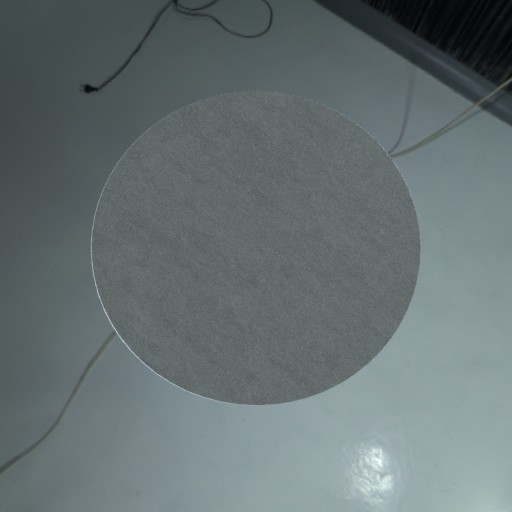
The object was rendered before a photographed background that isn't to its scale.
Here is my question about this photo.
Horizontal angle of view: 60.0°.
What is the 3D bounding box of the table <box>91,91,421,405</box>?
[{"bbox_3d":[0.000,0.000,1.427,0.889,0.470,0.889,0,74,0],"label":"table"}]
